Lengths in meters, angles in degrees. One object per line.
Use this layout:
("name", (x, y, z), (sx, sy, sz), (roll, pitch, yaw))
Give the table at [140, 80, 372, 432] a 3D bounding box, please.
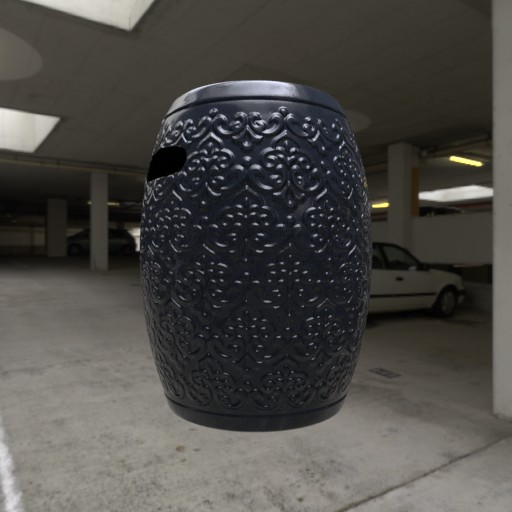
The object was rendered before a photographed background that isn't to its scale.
("table", (0.000, 0.000, 0.609), (0.309, 0.397, 0.309), (0, 0, 0))
